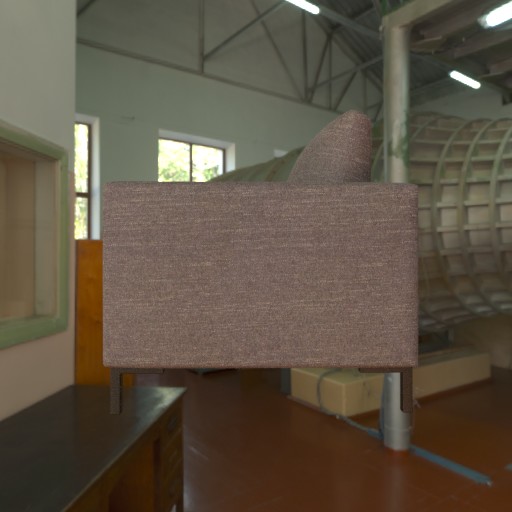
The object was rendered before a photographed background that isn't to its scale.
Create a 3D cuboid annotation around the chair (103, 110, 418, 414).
[{"bbox_3d":[0.000,0.000,1.599,0.845,0.841,0.940,0,0,-1],"label":"chair"}]
